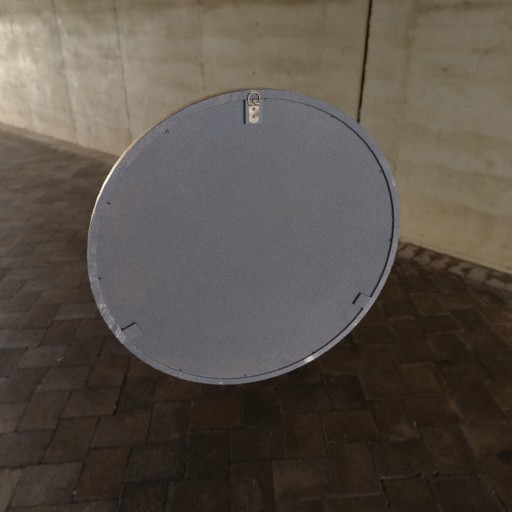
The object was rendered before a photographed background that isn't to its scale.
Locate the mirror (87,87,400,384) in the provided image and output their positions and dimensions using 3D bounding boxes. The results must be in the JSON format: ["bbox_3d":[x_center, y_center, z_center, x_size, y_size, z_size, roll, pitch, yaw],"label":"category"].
[{"bbox_3d":[0.000,0.000,0.999,0.710,0.710,0.038,-7,28,-14],"label":"mirror"}]
